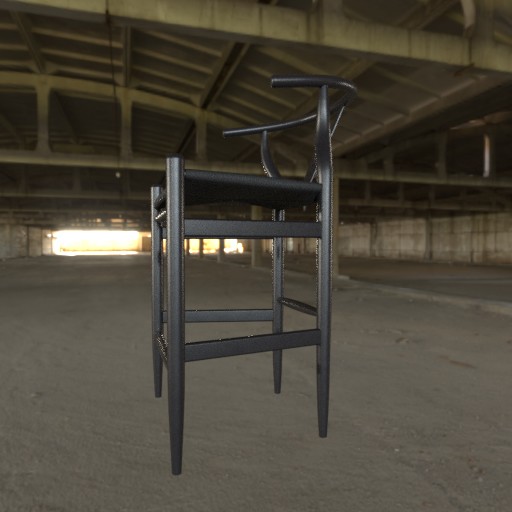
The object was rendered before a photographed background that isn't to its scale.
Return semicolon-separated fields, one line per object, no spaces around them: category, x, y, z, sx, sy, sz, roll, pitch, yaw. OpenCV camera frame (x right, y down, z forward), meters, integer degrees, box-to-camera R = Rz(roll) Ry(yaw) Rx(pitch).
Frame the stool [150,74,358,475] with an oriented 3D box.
stool;0.000;0.000;1.324;0.579;0.970;0.569;0;2;-17
